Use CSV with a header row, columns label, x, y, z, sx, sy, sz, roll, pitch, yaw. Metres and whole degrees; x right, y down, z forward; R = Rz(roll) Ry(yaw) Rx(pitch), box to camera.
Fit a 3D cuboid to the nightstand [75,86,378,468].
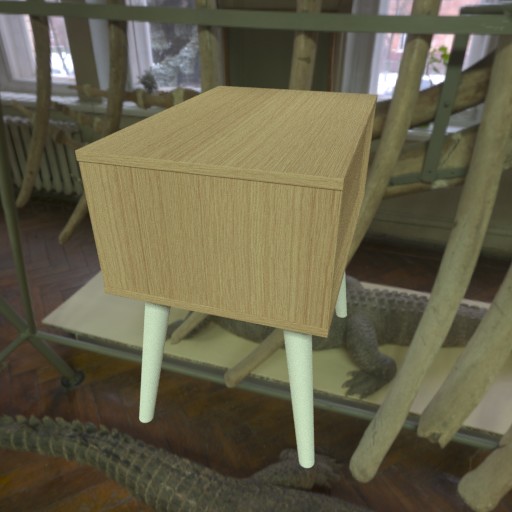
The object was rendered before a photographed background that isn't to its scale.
label,x,y,z,sx,sy,sz,roll,pitch,yaw
nightstand,0.000,0.000,0.987,0.407,0.610,0.571,9,31,15
